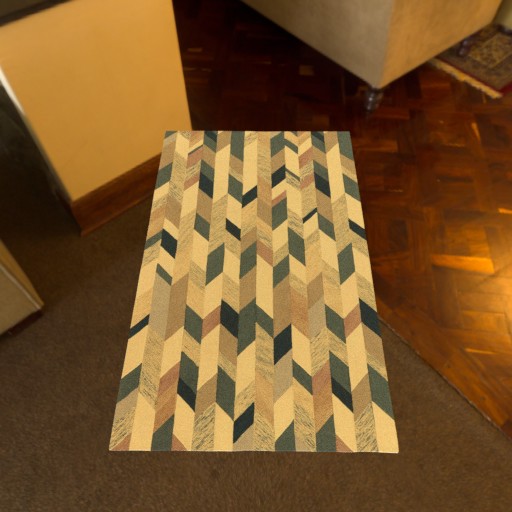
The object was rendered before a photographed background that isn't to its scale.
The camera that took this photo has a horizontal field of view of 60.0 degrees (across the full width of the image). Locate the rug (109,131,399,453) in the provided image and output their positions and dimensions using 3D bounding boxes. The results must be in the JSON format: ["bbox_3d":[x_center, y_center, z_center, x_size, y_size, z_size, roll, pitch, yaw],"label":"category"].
[{"bbox_3d":[0.000,0.000,2.961,1.513,0.008,2.423,0,57,0],"label":"rug"}]
